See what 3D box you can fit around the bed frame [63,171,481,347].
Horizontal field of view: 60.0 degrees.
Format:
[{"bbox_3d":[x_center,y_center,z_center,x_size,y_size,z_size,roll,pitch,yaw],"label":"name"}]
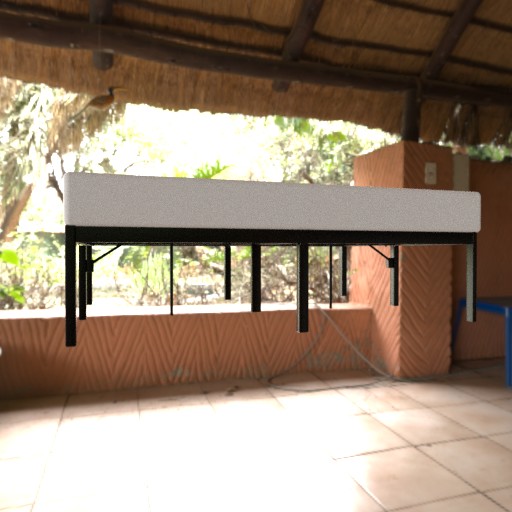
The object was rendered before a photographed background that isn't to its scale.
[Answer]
[{"bbox_3d":[0.000,0.000,2.609,1.956,0.659,1.408,0,1,-18],"label":"bed frame"}]
